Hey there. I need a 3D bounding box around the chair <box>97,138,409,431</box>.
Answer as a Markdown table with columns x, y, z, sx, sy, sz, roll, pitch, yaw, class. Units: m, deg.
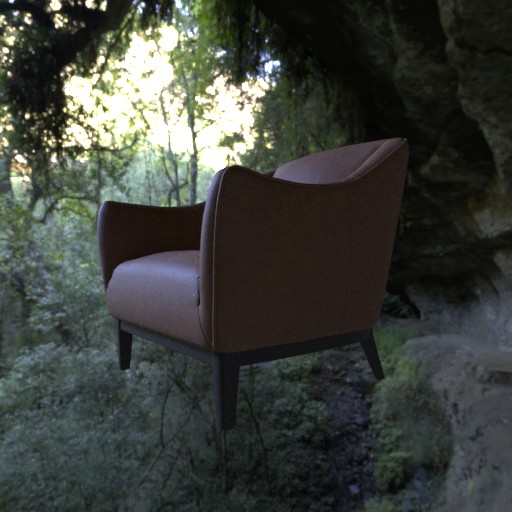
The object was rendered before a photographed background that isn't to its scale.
| x | y | z | sx | sy | sz | roll | pitch | yaw | class |
| --- | --- | --- | --- | --- | --- | --- | --- | --- | --- |
| 0.000 | 0.000 | 1.544 | 0.852 | 0.830 | 0.871 | 0 | 1 | -37 | chair |
